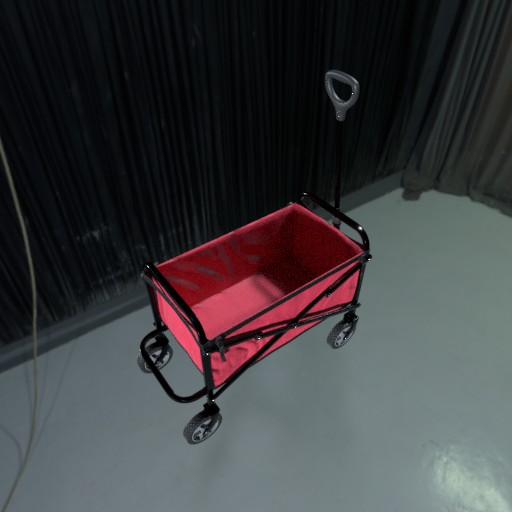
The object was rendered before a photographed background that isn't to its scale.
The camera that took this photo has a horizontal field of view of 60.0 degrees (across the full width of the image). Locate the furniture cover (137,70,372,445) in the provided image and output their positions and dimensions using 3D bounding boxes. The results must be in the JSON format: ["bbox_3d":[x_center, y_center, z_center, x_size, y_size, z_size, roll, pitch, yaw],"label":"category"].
[{"bbox_3d":[0.000,0.000,1.789,1.038,1.295,0.532,-26,48,-27],"label":"furniture cover"}]
